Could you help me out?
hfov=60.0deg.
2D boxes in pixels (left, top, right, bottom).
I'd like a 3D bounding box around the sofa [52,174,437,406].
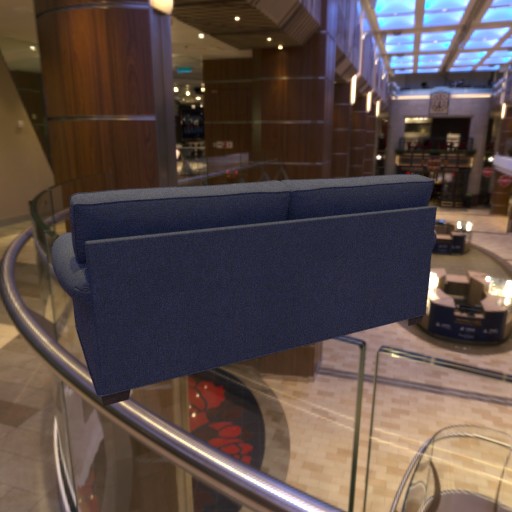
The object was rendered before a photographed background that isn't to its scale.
[{"bbox_3d":[0.000,0.000,2.879,2.391,1.026,0.954,-8,17,-26],"label":"sofa"}]
